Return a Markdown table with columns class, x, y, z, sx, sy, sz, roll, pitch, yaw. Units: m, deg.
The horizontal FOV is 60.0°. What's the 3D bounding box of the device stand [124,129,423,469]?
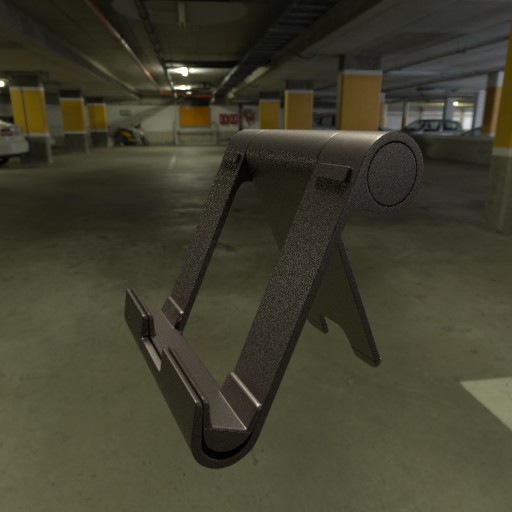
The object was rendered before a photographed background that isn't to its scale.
| class | x | y | z | sx | sy | sz | roll | pitch | yaw |
| --- | --- | --- | --- | --- | --- | --- | --- | --- | --- |
| device stand | 0.000 | 0.000 | 0.153 | 0.079 | 0.084 | 0.088 | -8 | 18 | -25 |
